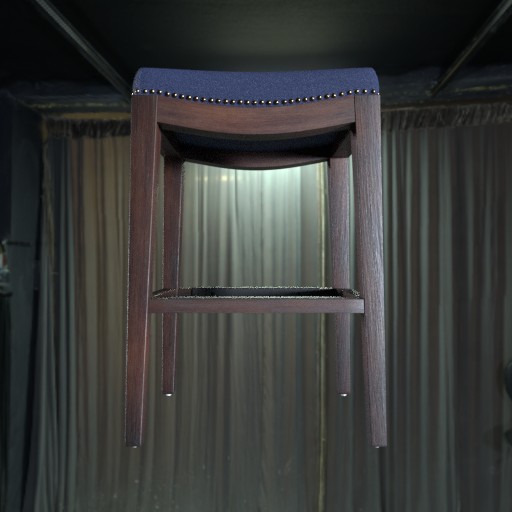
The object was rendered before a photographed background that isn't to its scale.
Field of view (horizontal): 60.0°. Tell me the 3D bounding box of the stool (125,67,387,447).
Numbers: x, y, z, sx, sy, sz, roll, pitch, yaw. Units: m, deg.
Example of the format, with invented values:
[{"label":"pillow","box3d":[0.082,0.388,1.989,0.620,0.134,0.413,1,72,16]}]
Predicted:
[{"label":"stool","box3d":[0.000,0.000,1.024,0.498,0.740,0.358,0,-1,0]}]
